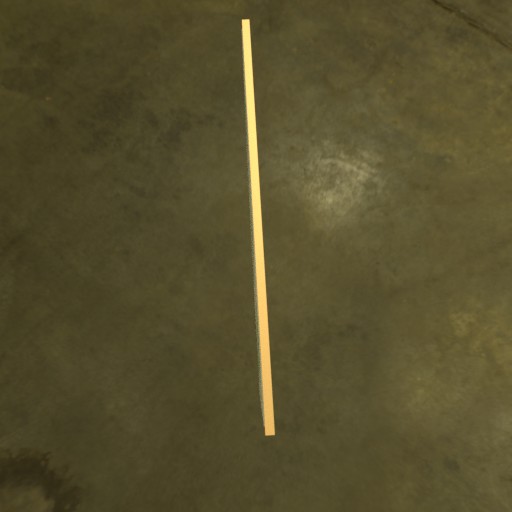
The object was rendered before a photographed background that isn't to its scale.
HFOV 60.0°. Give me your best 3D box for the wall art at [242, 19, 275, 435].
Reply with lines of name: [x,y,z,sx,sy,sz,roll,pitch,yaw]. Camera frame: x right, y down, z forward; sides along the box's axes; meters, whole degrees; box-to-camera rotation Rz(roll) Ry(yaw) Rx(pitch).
wall art: [0.000,0.000,0.984,0.014,0.655,0.657,-3,76,-1]
